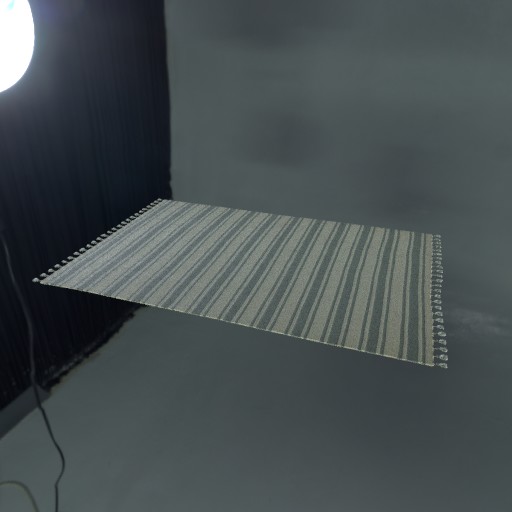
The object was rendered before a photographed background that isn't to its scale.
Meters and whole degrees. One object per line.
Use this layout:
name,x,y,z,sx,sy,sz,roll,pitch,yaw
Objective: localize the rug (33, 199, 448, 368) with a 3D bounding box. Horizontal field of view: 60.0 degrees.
rug,0.000,0.000,3.035,2.410,0.011,1.539,9,29,17
